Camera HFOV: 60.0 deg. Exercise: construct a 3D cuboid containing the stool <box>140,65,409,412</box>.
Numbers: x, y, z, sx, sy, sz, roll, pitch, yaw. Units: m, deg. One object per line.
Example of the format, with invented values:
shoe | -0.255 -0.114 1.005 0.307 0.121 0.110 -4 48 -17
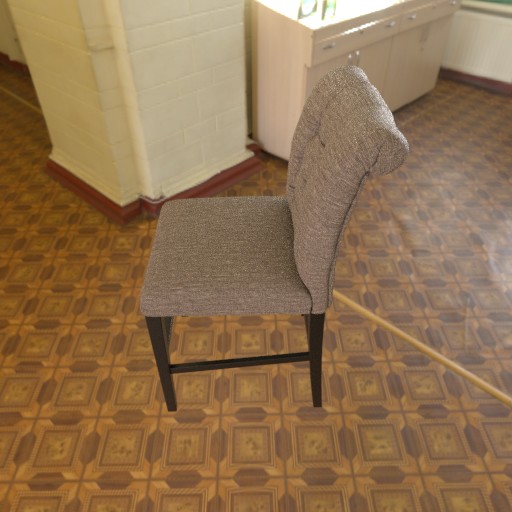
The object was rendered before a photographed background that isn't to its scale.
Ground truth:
stool | 0.000 0.000 1.316 0.611 0.970 0.457 -1 41 -1
